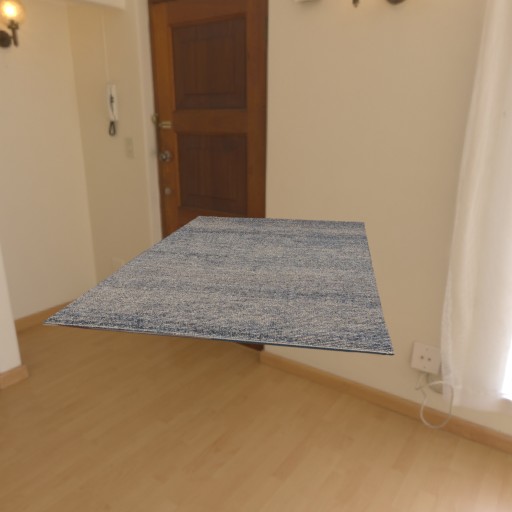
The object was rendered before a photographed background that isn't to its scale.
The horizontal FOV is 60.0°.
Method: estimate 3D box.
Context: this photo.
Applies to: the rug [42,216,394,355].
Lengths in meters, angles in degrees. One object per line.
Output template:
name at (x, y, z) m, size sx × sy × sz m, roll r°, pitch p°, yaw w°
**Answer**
rug at (0.000, 0.000, 2.246) m, size 1.159 × 0.025 × 1.793 m, roll 3°, pitch 17°, yaw 10°
